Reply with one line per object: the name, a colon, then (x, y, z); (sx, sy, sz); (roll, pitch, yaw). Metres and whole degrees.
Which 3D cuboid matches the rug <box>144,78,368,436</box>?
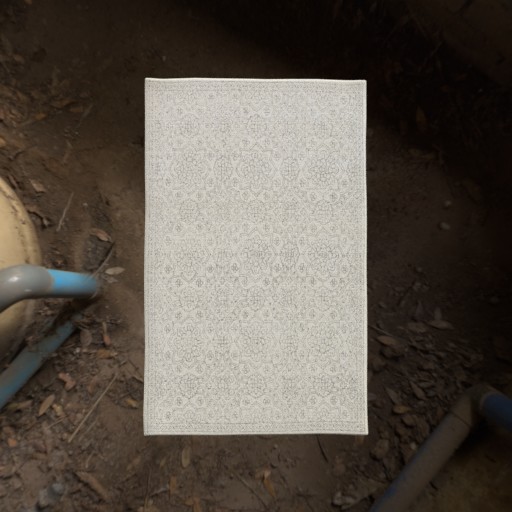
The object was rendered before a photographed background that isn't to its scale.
rug: (0.000, 0.000, 2.414); (1.214, 0.023, 1.947); (0, 89, -1)
